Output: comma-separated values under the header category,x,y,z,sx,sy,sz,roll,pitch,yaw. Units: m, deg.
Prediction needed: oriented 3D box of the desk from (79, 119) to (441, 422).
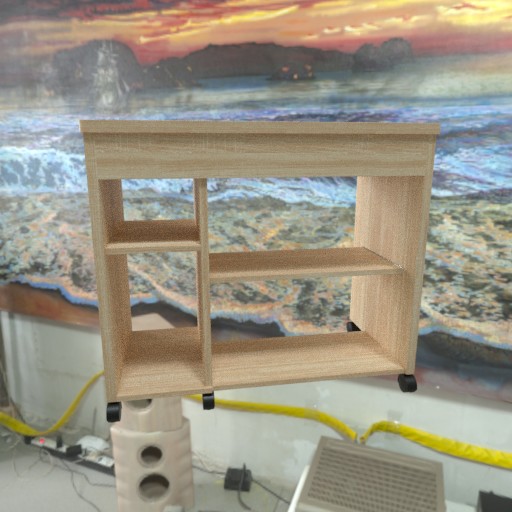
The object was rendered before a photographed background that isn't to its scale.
category,x,y,z,sx,sy,sz,roll,pitch,yaw
desk,0.000,0.000,1.365,0.884,0.770,0.480,-2,14,-10
